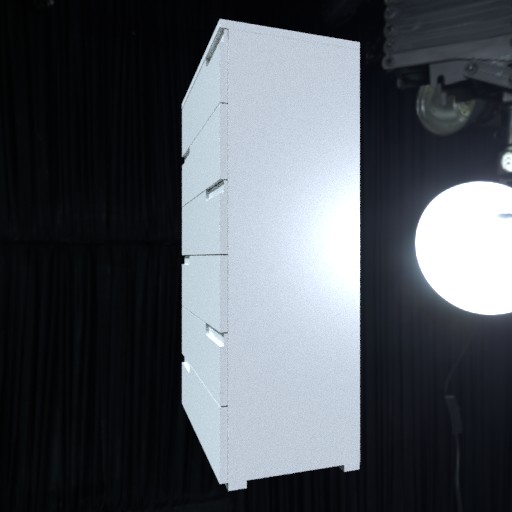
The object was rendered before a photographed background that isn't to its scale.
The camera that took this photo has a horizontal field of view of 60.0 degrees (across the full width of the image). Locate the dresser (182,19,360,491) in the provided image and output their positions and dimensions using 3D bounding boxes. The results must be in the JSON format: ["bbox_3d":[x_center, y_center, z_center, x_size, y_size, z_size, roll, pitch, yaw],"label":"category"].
[{"bbox_3d":[0.000,0.000,1.482,0.400,1.190,0.650,0,0,-18],"label":"dresser"}]
